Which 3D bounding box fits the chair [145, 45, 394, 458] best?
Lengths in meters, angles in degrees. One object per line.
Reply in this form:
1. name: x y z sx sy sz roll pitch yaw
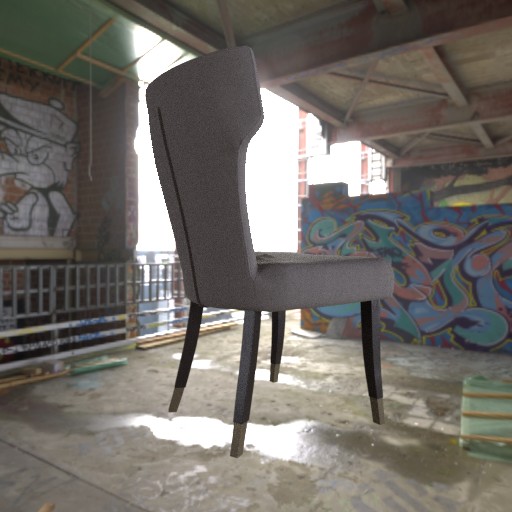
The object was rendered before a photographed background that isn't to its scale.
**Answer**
1. chair: 0.000 0.000 1.306 0.630 0.950 0.526 0 1 -35
